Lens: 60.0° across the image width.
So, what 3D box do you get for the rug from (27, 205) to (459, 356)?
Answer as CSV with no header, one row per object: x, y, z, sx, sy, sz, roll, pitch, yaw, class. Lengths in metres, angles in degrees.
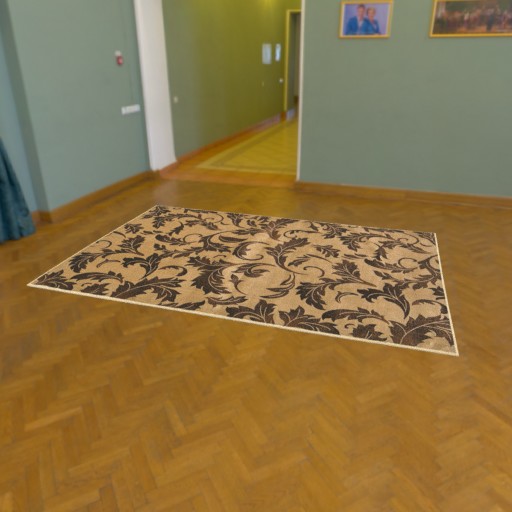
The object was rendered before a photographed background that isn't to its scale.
0.000,0.000,2.873,2.284,0.008,1.522,7,25,15,rug
